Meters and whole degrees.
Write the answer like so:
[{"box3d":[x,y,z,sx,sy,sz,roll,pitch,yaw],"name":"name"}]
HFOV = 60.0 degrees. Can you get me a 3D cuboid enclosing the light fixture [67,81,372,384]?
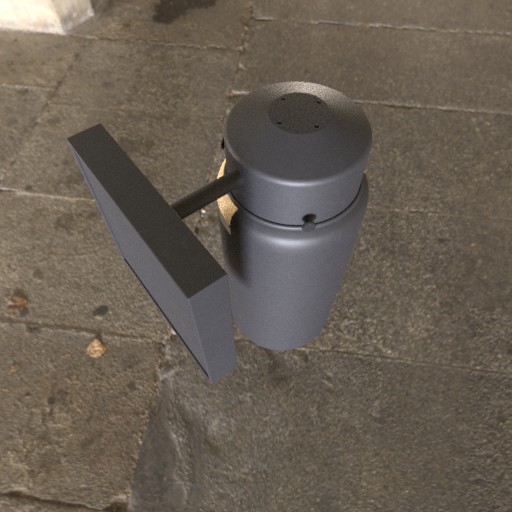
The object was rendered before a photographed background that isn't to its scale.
[{"box3d":[0.000,0.000,0.362,0.176,0.257,0.130,-33,63,-19],"name":"light fixture"}]
